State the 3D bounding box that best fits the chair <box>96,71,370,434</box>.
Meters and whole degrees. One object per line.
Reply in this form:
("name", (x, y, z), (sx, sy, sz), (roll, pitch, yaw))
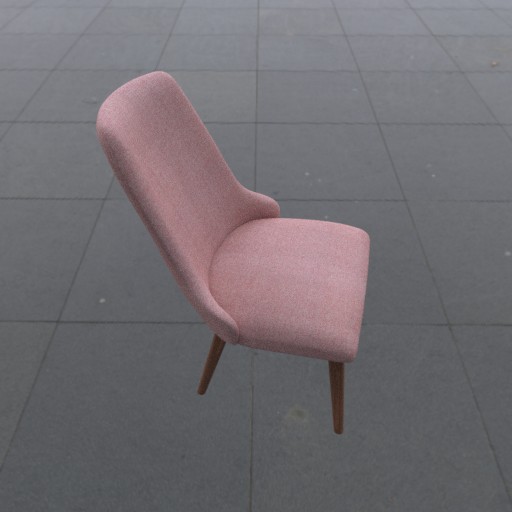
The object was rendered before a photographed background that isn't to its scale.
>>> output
("chair", (0.000, 0.000, 1.306), (0.707, 0.918, 0.535), (11, 47, 11))
